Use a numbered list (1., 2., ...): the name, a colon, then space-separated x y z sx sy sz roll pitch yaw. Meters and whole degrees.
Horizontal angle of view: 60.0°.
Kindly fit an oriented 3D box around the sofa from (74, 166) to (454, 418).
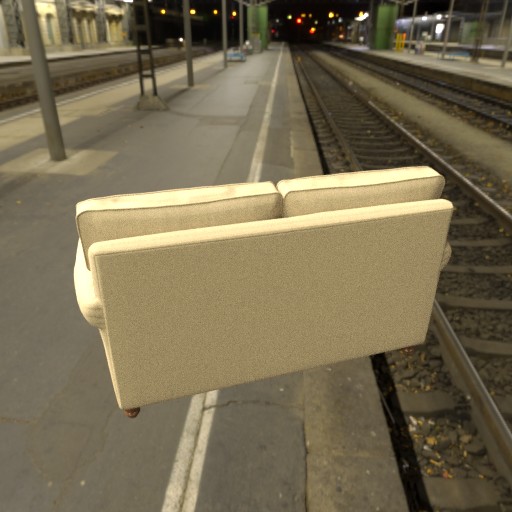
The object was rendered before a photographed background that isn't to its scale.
1. sofa: 0.000 0.000 2.220 1.665 0.937 0.964 -8 28 -16
